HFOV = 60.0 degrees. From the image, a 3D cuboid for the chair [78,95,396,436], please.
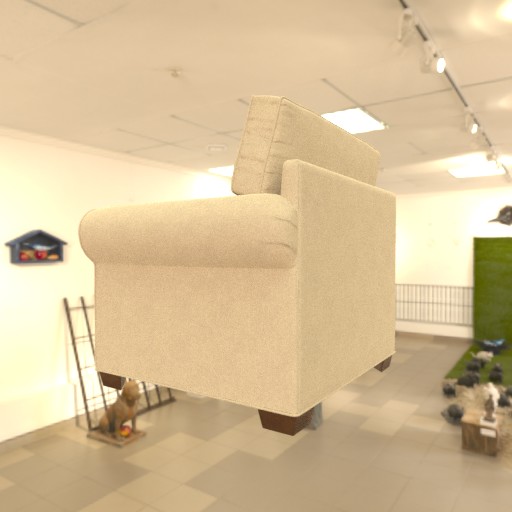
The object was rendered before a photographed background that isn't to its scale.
[{"bbox_3d":[0.000,0.000,1.765,0.863,0.955,1.040,1,1,34],"label":"chair"}]
